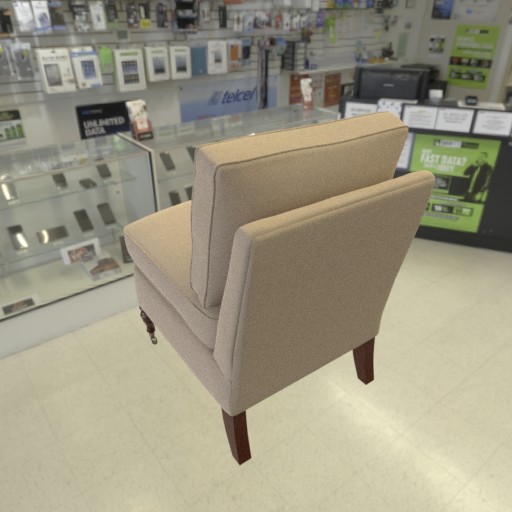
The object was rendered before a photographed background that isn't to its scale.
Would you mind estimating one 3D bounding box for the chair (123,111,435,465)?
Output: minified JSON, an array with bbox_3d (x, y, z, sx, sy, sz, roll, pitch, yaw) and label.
[{"bbox_3d":[0.000,0.000,1.648,0.724,1.052,0.912,-20,35,-30],"label":"chair"}]
